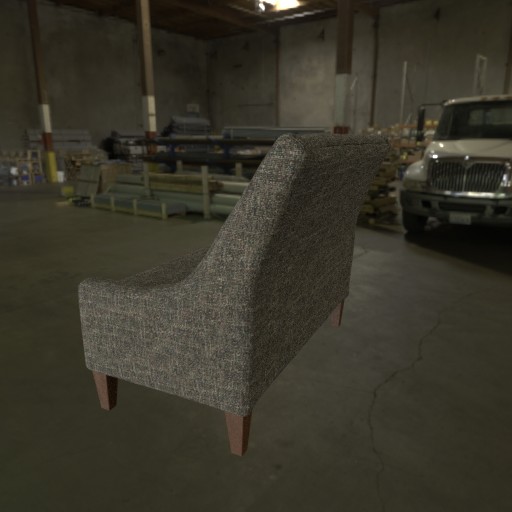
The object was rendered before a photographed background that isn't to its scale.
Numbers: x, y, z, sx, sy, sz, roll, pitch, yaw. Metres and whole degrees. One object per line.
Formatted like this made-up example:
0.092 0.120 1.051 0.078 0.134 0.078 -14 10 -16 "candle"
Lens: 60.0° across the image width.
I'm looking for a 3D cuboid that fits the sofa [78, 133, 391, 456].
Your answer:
0.000 0.000 1.921 0.870 1.021 1.242 7 17 25 "sofa"
